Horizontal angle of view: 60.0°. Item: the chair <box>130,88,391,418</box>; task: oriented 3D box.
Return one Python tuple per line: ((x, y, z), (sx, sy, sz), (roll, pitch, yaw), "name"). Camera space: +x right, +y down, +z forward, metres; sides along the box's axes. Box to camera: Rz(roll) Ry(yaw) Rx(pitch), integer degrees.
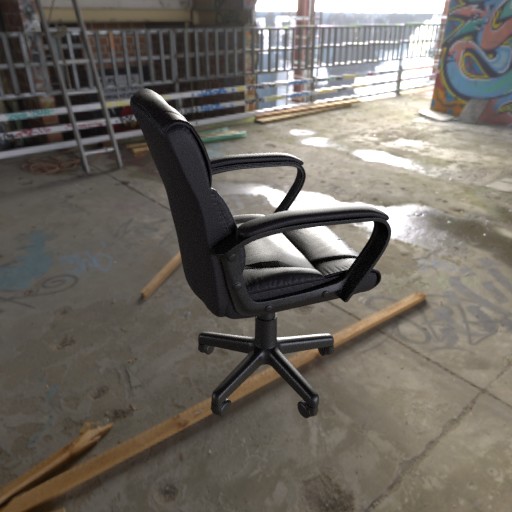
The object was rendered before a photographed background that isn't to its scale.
((0.000, 0.000, 1.391), (0.641, 0.998, 0.576), (-10, 30, -18), "chair")
